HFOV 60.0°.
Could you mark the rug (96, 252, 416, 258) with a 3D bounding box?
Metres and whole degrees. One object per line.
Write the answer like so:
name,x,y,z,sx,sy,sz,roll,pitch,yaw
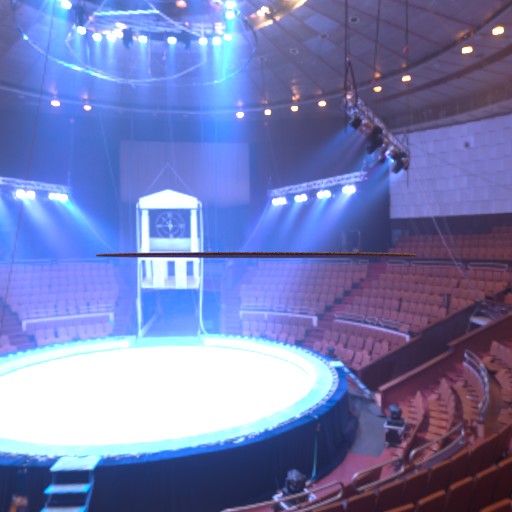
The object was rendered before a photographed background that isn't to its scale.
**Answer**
rug,0.000,0.000,3.500,2.382,0.014,2.382,0,-1,0
